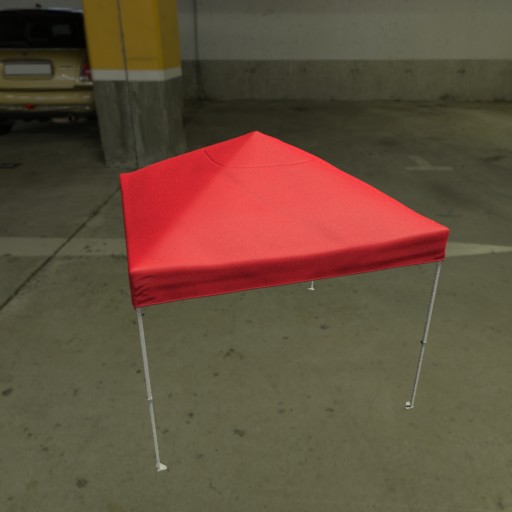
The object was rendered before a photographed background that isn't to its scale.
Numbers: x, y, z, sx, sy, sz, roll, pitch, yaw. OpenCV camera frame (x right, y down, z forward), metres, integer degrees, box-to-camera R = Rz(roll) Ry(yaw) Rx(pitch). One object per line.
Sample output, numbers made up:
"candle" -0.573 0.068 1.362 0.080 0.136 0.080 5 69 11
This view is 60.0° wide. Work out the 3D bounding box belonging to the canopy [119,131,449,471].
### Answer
"canopy" 0.000 0.000 5.441 2.996 2.997 2.998 -8 27 -15
